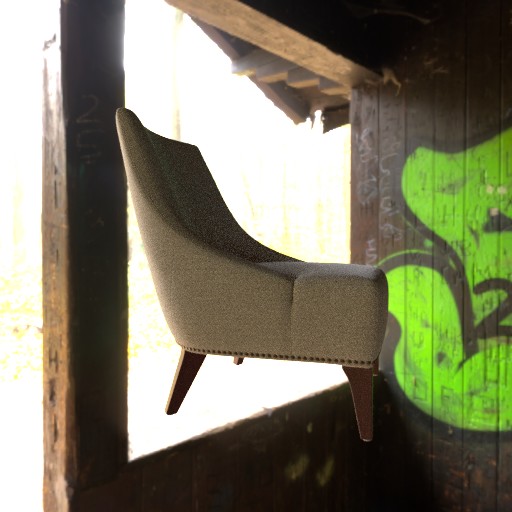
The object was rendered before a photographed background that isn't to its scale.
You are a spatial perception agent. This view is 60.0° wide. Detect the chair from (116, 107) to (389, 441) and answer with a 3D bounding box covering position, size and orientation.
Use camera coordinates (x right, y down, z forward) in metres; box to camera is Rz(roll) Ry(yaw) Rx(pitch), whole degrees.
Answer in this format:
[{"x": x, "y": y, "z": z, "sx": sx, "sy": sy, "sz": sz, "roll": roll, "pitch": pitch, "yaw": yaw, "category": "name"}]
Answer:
[{"x": 0.000, "y": 0.000, "z": 1.501, "sx": 0.861, "sy": 0.909, "sz": 0.701, "roll": 0, "pitch": 1, "yaw": 17, "category": "chair"}]
